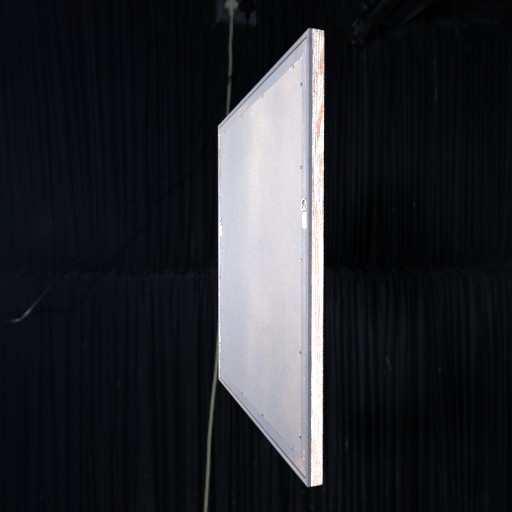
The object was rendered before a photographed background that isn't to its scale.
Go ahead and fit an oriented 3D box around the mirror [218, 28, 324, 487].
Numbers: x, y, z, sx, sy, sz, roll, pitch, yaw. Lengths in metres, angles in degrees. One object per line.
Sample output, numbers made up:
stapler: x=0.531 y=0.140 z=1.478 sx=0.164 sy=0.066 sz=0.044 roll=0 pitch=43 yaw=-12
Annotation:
mirror: x=0.000 y=0.000 z=1.203 sx=0.032 sy=0.882 sz=0.730 roll=0 pitch=2 yaw=-18
